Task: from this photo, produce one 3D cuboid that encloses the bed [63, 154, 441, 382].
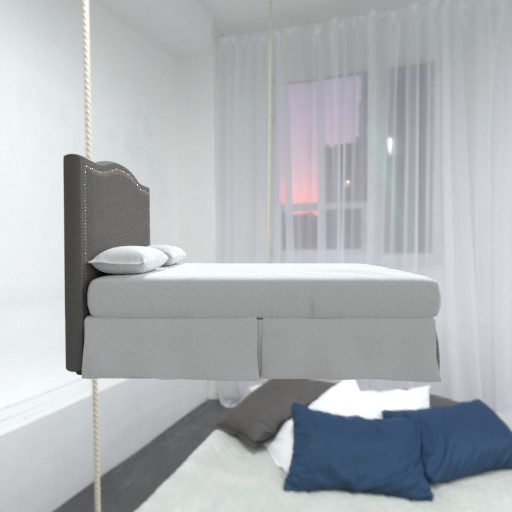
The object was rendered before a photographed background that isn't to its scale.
[{"bbox_3d":[0.000,0.000,3.485,2.282,1.436,1.821,0,2,0],"label":"bed"}]
